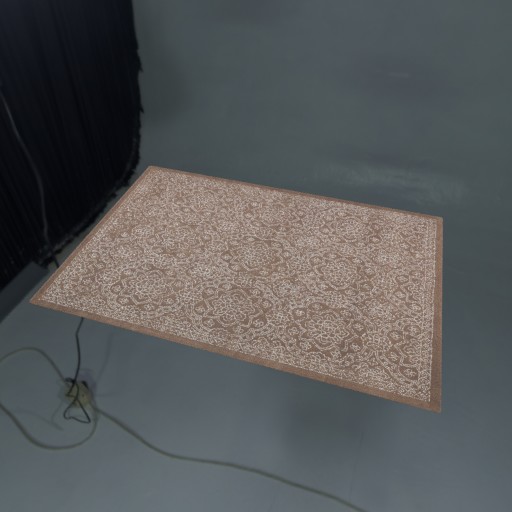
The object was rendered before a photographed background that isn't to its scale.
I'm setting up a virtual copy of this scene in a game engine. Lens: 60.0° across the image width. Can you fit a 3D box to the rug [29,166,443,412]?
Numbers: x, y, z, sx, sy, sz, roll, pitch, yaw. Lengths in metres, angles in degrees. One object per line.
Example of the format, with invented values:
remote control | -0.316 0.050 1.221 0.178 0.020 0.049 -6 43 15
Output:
rug | 0.000 0.000 2.846 2.286 0.011 1.524 12 45 12
